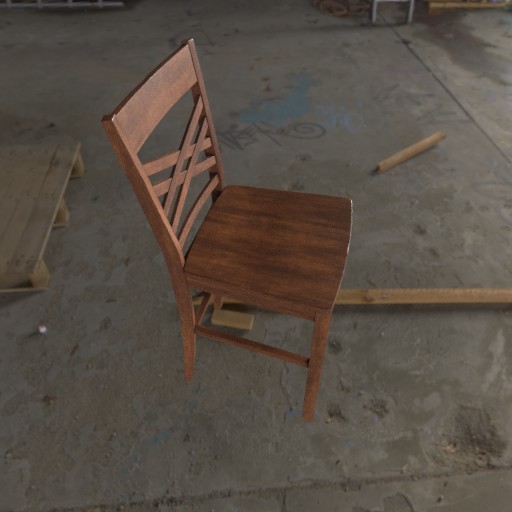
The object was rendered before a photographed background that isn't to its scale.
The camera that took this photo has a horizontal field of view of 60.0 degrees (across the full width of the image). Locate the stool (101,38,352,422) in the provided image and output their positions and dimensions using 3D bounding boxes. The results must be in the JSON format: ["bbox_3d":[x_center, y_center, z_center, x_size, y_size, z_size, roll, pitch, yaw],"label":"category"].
[{"bbox_3d":[0.000,0.000,1.363,0.539,1.079,0.462,11,46,10],"label":"stool"}]
